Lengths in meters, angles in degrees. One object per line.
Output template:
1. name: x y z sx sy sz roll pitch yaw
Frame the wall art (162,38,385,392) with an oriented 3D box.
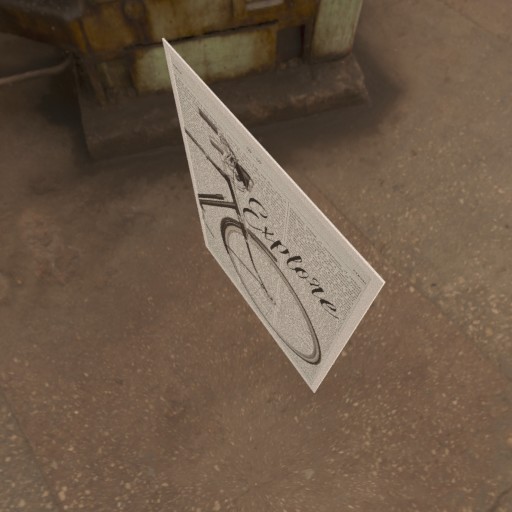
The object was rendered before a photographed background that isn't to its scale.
1. wall art: 0.000 0.000 0.808 0.003 0.610 0.457 -32 67 -15
